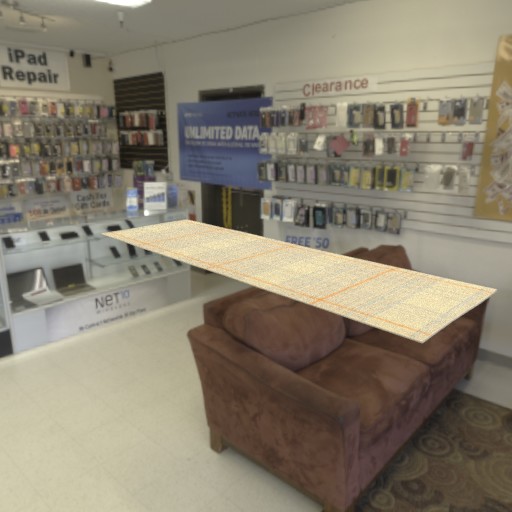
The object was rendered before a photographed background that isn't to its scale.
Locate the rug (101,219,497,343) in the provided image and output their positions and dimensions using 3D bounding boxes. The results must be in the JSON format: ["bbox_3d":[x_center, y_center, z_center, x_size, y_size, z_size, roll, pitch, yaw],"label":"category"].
[{"bbox_3d":[0.000,0.000,2.649,0.770,0.016,2.442,-15,21,-43],"label":"rug"}]
